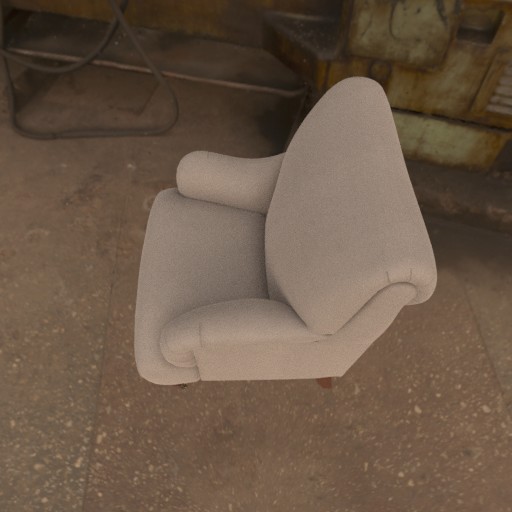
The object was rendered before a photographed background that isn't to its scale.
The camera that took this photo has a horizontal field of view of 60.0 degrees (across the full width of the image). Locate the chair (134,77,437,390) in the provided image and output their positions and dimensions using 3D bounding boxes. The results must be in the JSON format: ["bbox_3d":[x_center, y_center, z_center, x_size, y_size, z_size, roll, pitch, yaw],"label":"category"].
[{"bbox_3d":[0.000,0.000,1.537,0.842,0.942,0.766,-1,57,-1],"label":"chair"}]
